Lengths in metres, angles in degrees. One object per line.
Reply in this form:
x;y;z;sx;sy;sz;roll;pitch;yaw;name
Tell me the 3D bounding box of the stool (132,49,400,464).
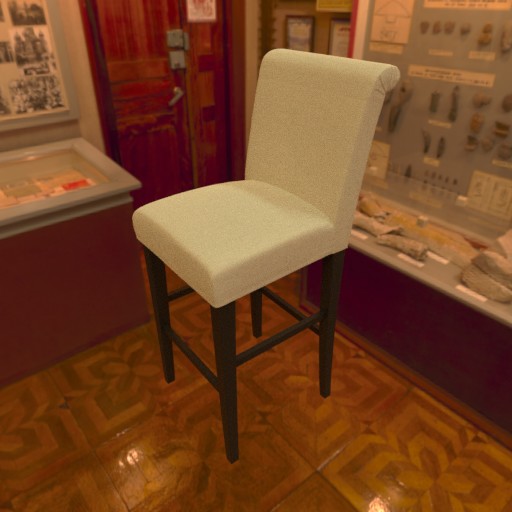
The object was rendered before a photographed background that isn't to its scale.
0.000;0.000;1.400;0.597;1.124;0.452;-22;38;-31;stool
